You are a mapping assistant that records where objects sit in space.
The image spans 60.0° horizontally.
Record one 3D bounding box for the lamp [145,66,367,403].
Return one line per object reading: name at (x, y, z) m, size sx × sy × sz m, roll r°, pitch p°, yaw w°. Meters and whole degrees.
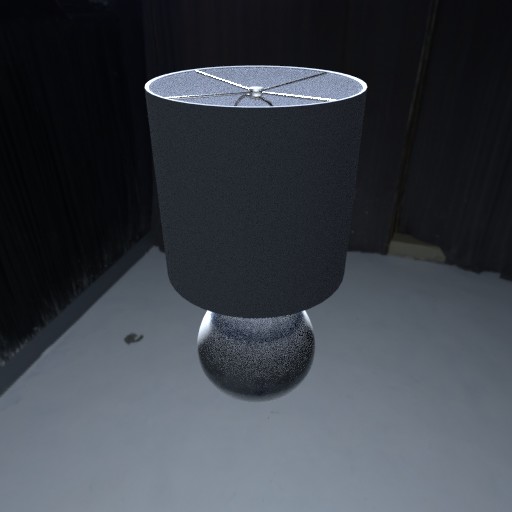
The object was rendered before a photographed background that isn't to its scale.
lamp at (0.000, 0.000, 0.545) m, size 0.216 × 0.404 × 0.216 m, roll 10°, pitch 33°, yaw 16°
